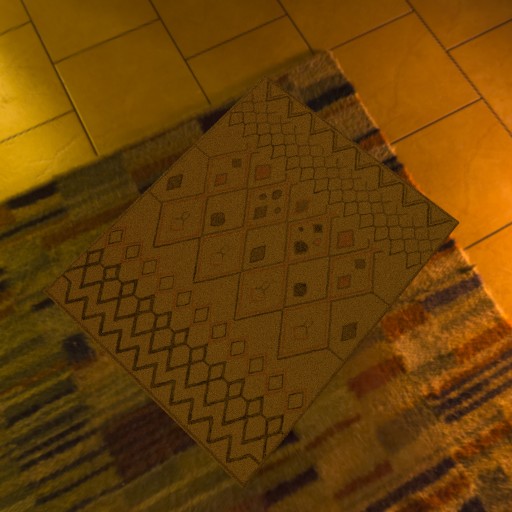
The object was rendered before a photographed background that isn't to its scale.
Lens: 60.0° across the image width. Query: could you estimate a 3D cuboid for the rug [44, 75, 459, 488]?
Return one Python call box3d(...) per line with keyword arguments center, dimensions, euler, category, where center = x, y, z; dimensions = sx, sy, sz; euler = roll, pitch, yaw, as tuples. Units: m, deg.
box3d(center=(0.000, 0.000, 4.097), dimensions=(2.441, 0.016, 3.050), euler=(41, 79, 10), category="rug")
